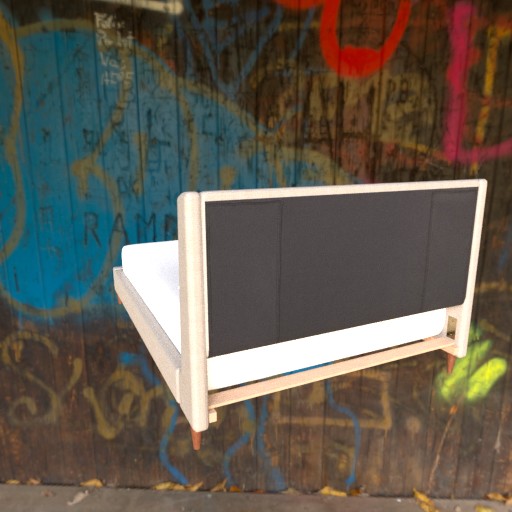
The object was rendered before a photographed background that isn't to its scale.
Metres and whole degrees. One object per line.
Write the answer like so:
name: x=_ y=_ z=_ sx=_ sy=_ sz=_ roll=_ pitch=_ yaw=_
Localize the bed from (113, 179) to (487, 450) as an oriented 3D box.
bed: x=0.000 y=0.000 z=3.087 sx=1.656 sy=1.147 sz=2.232 roll=-7 pitch=15 yaw=-25
